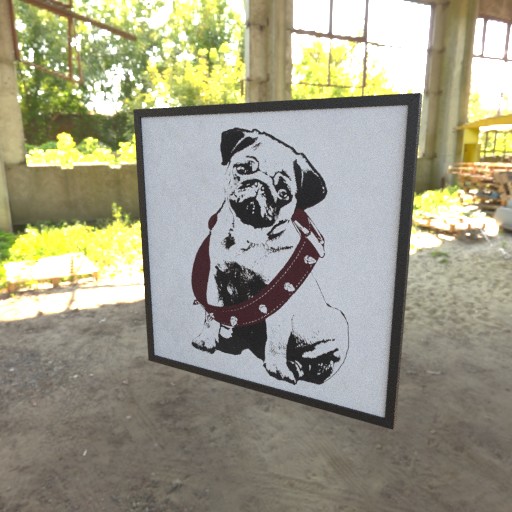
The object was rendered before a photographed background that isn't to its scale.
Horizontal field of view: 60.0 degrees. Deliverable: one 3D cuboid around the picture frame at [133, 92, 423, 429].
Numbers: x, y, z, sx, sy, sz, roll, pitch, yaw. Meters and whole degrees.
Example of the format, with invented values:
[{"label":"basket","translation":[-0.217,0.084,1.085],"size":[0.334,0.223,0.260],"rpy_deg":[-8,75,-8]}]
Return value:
[{"label":"picture frame","translation":[0.000,0.000,1.181],"size":[0.775,0.775,0.032],"rpy_deg":[7,15,28]}]
